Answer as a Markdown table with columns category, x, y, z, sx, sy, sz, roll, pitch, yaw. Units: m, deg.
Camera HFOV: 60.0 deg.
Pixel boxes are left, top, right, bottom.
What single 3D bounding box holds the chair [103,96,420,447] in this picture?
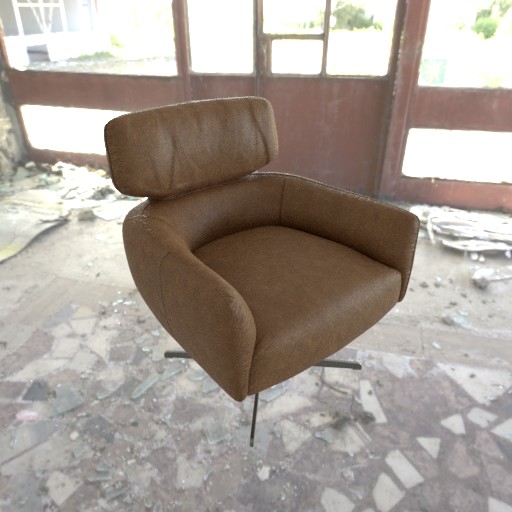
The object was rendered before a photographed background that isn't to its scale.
| category | x | y | z | sx | sy | sz | roll | pitch | yaw |
| --- | --- | --- | --- | --- | --- | --- | --- | --- | --- |
| chair | 0.000 | 0.000 | 1.335 | 0.706 | 0.812 | 0.715 | -22 | 36 | -34 |
